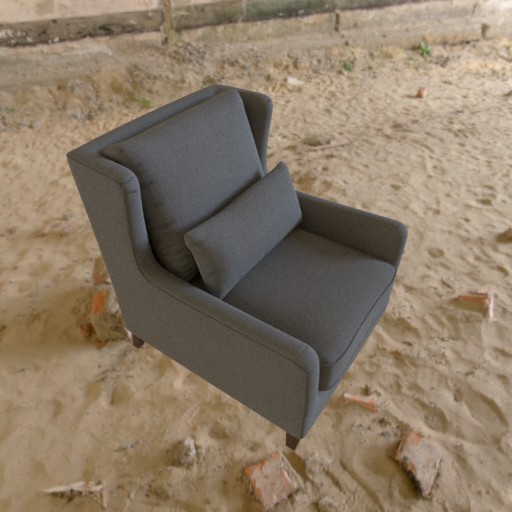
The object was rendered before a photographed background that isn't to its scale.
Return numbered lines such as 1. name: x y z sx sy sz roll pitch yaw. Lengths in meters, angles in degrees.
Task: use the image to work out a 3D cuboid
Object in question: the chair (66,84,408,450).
1. chair: 0.000 0.000 1.840 1.040 1.056 0.866 24 46 26
